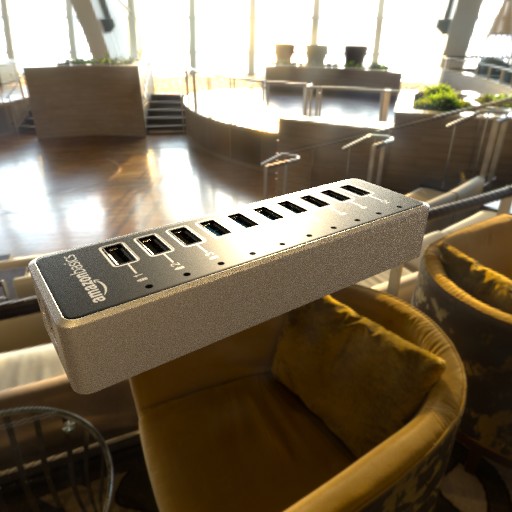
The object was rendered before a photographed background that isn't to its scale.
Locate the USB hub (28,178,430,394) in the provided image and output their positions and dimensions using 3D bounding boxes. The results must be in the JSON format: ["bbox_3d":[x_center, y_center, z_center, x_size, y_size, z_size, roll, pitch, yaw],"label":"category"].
[{"bbox_3d":[0.000,0.000,0.164,0.145,0.023,0.044,-18,33,-30],"label":"USB hub"}]
